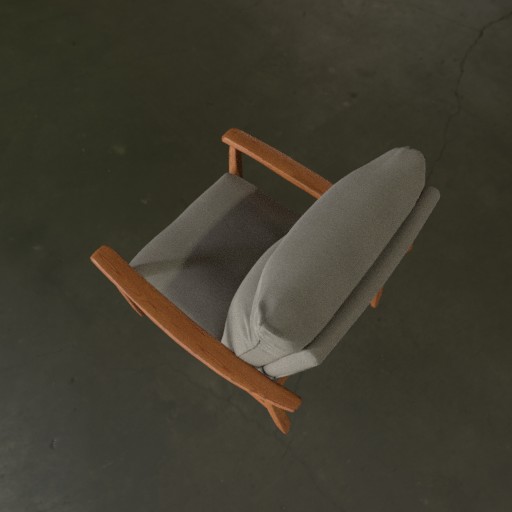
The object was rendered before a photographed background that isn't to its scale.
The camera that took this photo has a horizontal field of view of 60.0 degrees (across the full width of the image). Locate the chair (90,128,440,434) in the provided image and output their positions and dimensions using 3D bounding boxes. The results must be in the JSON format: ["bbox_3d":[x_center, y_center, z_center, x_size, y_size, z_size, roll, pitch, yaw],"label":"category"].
[{"bbox_3d":[0.000,0.000,1.499,0.816,0.922,0.782,35,67,17],"label":"chair"}]
